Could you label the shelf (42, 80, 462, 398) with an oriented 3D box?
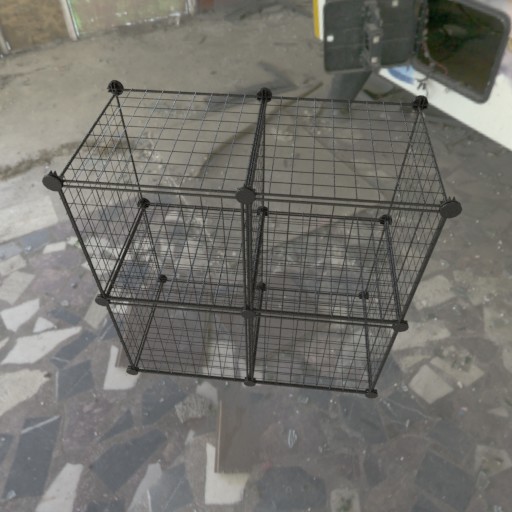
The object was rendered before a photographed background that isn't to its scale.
[{"bbox_3d":[0.000,0.000,1.117,0.711,0.711,0.356,4,47,4],"label":"shelf"}]
